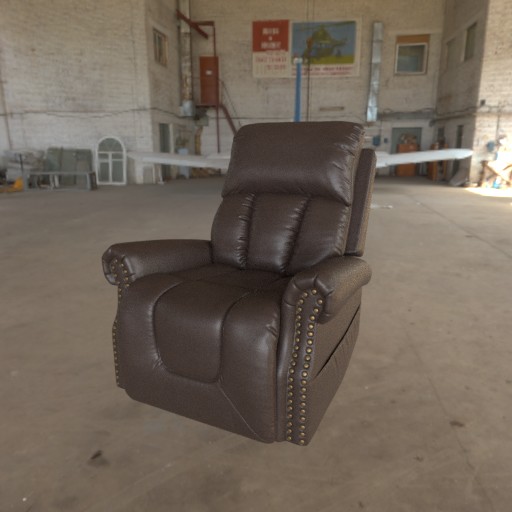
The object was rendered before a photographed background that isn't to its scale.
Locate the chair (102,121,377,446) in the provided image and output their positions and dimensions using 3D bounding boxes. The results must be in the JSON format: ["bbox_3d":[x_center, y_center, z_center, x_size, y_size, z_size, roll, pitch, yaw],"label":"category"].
[{"bbox_3d":[0.000,0.000,1.716,0.869,1.028,0.978,7,16,26],"label":"chair"}]
